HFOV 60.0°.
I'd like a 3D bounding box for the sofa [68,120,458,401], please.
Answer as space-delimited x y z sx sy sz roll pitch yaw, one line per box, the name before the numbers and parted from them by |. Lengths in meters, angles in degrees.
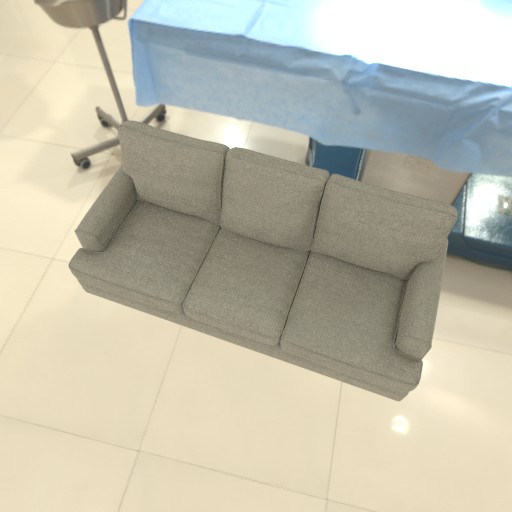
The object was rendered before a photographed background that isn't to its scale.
sofa | 0.000 0.000 2.718 2.158 0.965 0.951 17 59 11
